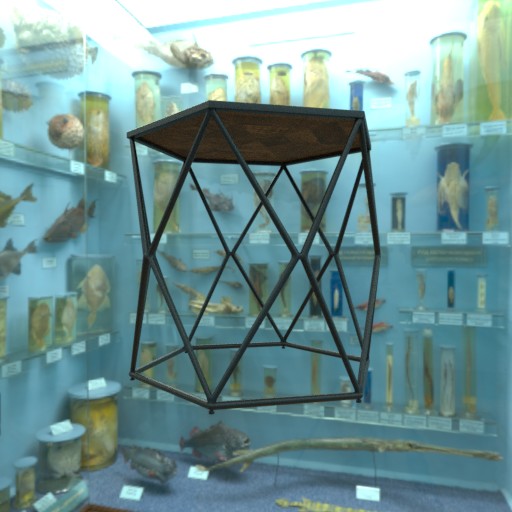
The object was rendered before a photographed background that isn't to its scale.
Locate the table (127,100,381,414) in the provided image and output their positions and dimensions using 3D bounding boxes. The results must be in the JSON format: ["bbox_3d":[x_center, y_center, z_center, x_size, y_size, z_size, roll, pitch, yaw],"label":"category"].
[{"bbox_3d":[0.000,0.000,1.067,0.579,0.564,0.578,0,1,17],"label":"table"}]
